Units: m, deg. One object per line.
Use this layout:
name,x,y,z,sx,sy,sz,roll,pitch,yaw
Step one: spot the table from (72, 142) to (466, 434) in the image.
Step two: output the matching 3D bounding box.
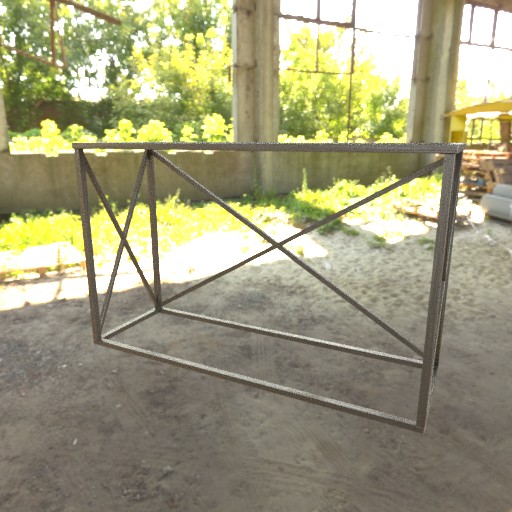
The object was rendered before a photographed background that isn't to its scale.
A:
table,0.000,0.000,1.522,1.216,0.753,0.402,7,16,26
